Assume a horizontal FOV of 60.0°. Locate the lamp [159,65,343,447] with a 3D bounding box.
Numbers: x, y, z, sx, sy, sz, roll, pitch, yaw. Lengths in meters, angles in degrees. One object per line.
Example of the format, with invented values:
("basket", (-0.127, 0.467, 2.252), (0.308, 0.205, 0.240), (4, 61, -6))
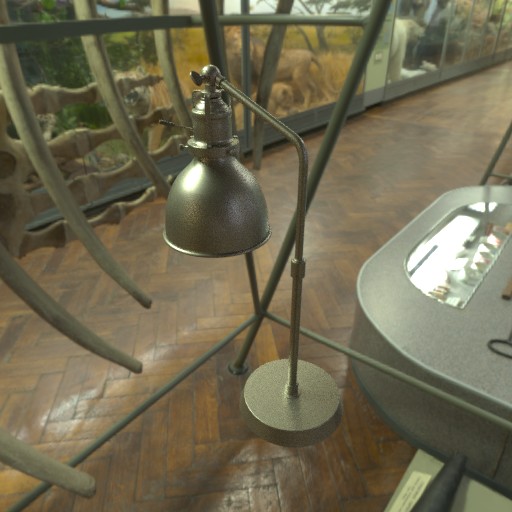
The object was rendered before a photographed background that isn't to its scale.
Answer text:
("lamp", (0.000, 0.000, 0.584), (0.286, 0.456, 0.153), (21, 36, 33))
